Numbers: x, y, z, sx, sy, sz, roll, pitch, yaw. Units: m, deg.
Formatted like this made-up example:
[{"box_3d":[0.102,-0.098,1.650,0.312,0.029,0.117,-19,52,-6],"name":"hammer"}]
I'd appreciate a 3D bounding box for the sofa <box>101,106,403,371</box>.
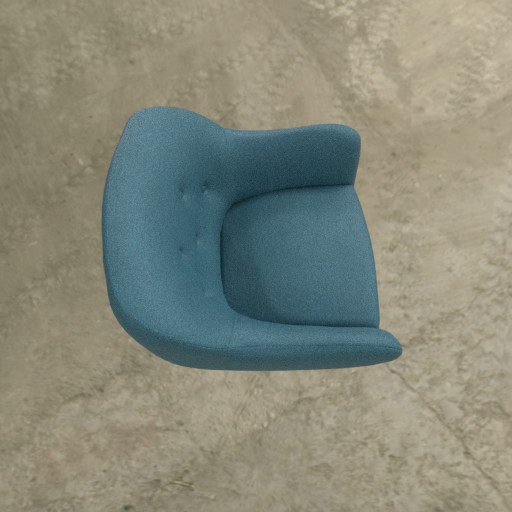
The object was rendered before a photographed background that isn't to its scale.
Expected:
[{"box_3d":[0.000,0.000,1.552,0.825,0.817,0.836,-3,64,-1],"name":"sofa"}]
